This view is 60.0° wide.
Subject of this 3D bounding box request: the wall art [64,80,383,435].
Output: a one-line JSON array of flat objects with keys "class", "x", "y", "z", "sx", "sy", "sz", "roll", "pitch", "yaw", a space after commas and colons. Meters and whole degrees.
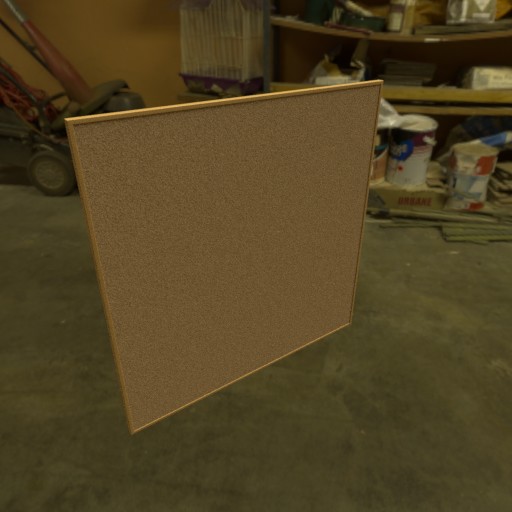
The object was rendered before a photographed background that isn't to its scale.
[{"class": "wall art", "x": 0.000, "y": 0.000, "z": 0.950, "sx": 0.657, "sy": 0.655, "sz": 0.014, "roll": -19, "pitch": 35, "yaw": -30}]
